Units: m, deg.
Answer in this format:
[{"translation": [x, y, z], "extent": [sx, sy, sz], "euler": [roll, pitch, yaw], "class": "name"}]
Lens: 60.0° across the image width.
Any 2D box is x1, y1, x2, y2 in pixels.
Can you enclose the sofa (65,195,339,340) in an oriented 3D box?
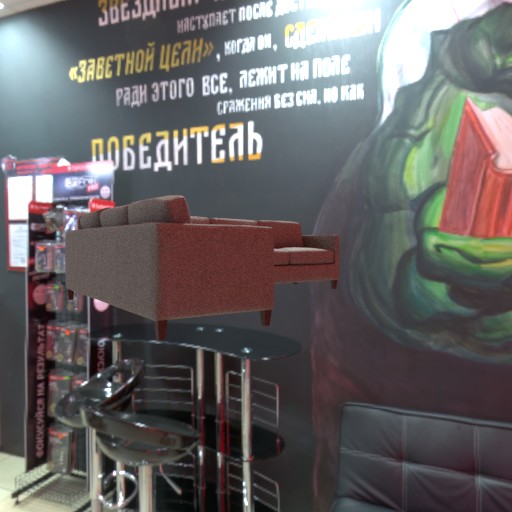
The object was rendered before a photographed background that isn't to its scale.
[{"translation": [0.000, 0.000, 4.702], "extent": [3.302, 0.947, 2.593], "euler": [-1, 2, -35], "class": "sofa"}]
